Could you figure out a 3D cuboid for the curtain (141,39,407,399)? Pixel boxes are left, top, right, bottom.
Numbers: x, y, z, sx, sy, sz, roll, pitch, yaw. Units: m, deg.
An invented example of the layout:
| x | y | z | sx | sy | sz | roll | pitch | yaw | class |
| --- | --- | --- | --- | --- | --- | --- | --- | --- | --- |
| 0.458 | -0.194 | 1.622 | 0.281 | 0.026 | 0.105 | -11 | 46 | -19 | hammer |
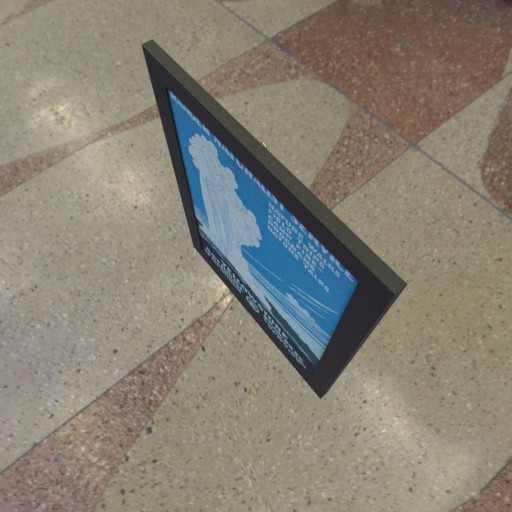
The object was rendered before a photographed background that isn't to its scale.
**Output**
| x | y | z | sx | sy | sz | roll | pitch | yaw | class |
| --- | --- | --- | --- | --- | --- | --- | --- | --- | --- |
| 0.000 | 0.000 | 0.796 | 0.027 | 0.585 | 0.483 | -35 | 68 | -17 | curtain |
